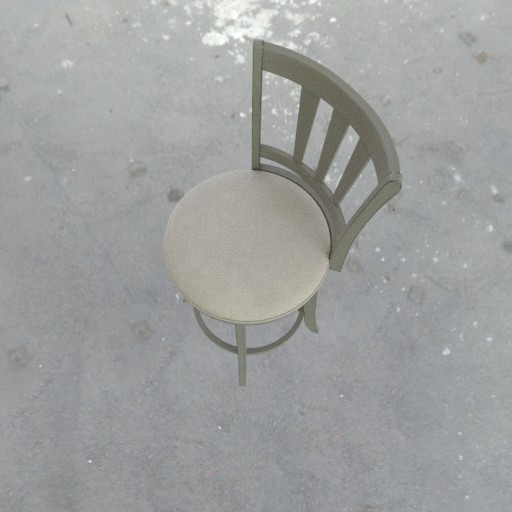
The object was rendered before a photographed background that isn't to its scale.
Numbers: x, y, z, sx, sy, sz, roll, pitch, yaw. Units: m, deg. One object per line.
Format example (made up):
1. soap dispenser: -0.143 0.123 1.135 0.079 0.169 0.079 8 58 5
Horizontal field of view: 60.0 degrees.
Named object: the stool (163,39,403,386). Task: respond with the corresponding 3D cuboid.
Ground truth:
1. stool: 0.000 0.000 1.256 0.486 0.994 0.450 -33 69 -14
